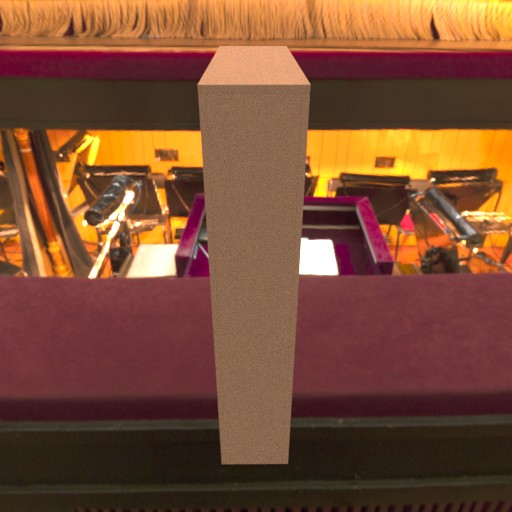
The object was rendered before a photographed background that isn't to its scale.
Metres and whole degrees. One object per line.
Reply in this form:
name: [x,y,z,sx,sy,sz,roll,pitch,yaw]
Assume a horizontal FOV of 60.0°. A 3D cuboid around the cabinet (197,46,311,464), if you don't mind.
cabinet: [0.000,0.000,1.573,0.250,1.280,0.750,0,31,0]
